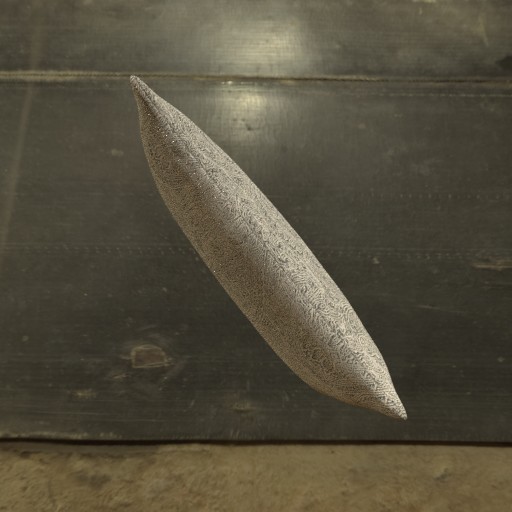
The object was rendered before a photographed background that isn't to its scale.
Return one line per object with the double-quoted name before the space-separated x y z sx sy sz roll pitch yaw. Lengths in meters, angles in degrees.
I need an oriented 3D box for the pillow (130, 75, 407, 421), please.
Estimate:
"pillow" 0.000 0.000 0.746 0.151 0.295 0.615 -37 79 -8
